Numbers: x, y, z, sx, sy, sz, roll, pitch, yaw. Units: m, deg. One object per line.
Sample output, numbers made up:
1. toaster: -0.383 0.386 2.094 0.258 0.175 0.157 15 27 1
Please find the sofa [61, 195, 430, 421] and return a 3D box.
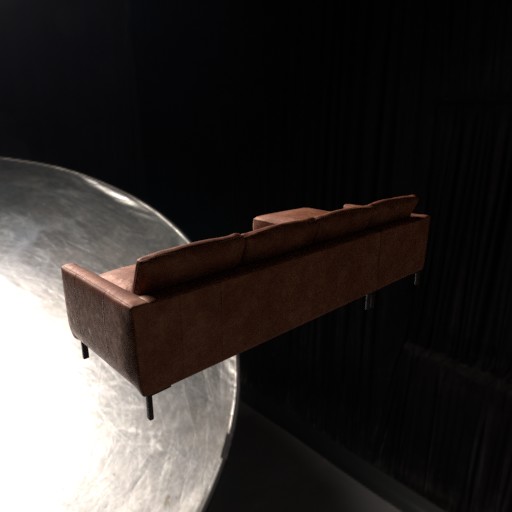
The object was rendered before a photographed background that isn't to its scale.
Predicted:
1. sofa: 0.000 0.000 3.596 2.993 0.859 1.471 -16 23 -41
